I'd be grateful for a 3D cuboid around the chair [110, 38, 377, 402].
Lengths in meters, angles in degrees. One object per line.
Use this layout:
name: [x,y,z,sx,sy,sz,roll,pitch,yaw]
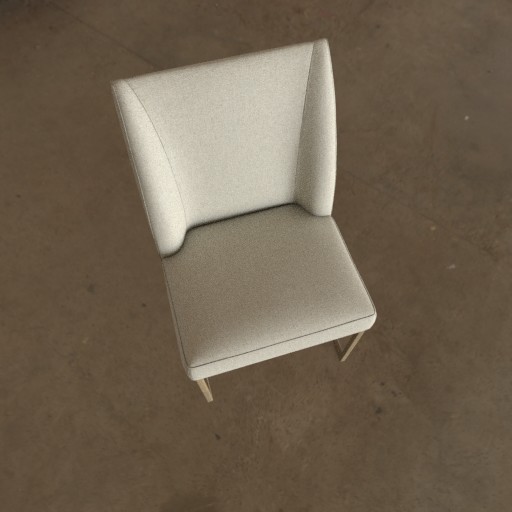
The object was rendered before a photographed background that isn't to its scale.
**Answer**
chair: [0.000,0.000,1.189,0.508,0.863,0.522,-15,63,-8]
